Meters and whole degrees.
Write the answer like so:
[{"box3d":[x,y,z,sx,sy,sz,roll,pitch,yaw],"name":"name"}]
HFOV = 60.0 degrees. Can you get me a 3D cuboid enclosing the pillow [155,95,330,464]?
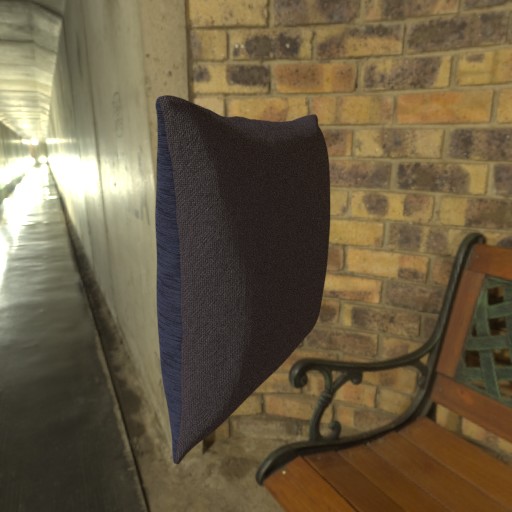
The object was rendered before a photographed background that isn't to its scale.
[{"box3d":[0.000,0.000,0.686,0.204,0.439,0.452,7,16,26],"name":"pillow"}]
